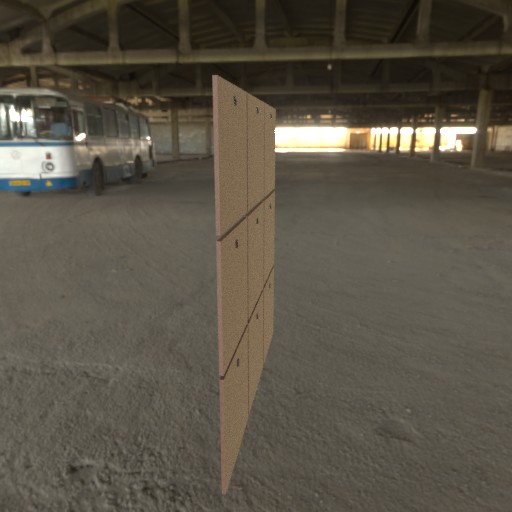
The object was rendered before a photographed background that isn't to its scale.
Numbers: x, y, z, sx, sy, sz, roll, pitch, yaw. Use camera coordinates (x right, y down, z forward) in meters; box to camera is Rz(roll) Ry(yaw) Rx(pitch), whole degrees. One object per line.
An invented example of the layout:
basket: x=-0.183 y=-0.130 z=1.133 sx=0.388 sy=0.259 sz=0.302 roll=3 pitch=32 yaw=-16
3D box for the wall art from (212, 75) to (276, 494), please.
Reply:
wall art: x=0.000 y=0.000 z=1.807 sx=0.019 sy=1.218 sz=1.221 roll=2 pitch=15 yaw=9
